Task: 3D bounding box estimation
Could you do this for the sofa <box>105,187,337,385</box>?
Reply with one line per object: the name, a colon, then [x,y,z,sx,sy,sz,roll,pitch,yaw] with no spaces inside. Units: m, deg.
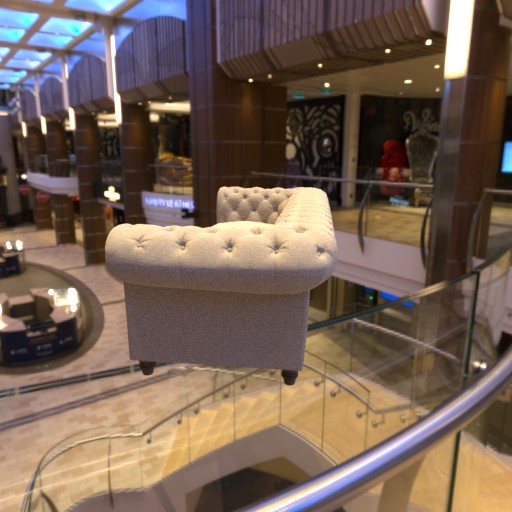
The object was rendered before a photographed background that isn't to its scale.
sofa: [0.000,0.000,3.254,1.076,0.847,2.694,2,13,8]
